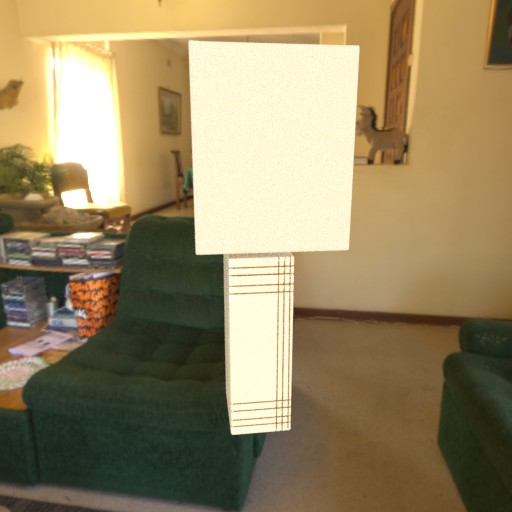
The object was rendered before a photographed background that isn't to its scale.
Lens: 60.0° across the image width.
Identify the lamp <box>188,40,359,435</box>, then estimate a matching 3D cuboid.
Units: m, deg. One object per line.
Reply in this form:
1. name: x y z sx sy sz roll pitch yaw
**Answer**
1. lamp: 0.000 0.000 0.688 0.182 0.543 0.334 -2 14 -7
